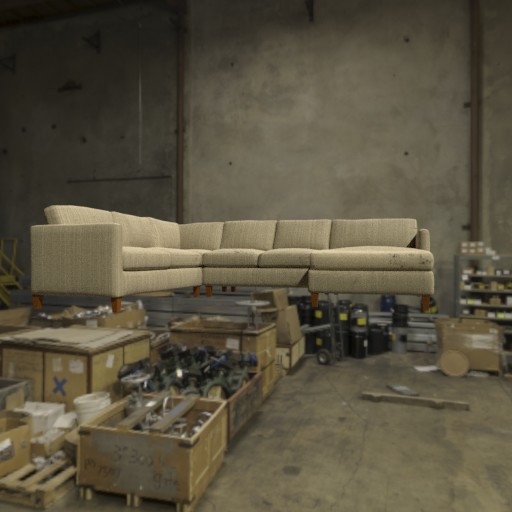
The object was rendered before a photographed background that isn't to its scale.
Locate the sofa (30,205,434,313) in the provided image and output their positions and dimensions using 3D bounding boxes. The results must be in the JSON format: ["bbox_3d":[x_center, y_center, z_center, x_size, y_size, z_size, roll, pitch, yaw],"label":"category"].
[{"bbox_3d":[0.000,0.000,4.628,3.460,0.961,2.594,0,0,18],"label":"sofa"}]
